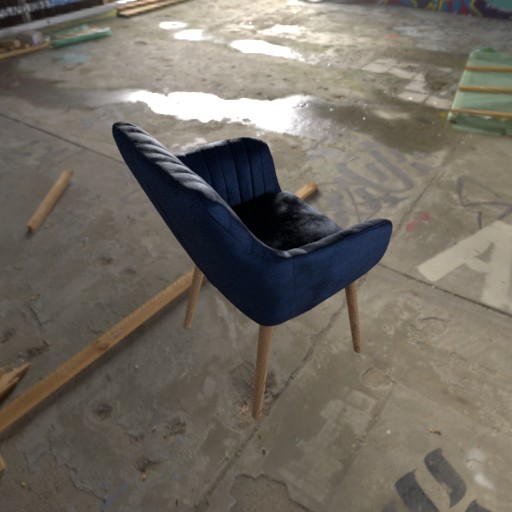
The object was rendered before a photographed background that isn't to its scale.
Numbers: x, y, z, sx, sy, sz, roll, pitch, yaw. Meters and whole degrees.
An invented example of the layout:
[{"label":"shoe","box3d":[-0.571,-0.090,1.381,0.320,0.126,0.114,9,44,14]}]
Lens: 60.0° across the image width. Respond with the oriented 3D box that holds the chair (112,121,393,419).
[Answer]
[{"label":"chair","box3d":[0.000,0.000,1.277,0.573,0.826,0.578,-25,47,-26]}]
